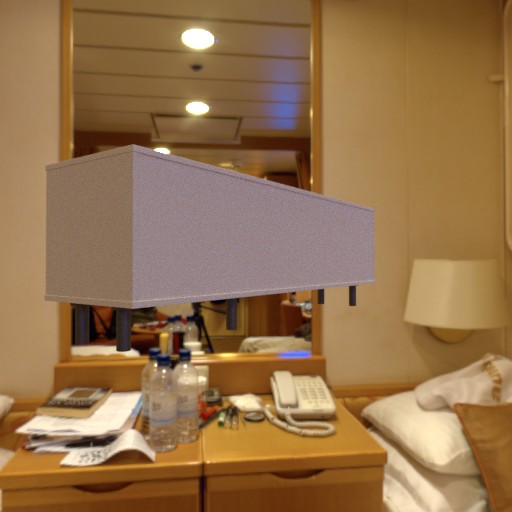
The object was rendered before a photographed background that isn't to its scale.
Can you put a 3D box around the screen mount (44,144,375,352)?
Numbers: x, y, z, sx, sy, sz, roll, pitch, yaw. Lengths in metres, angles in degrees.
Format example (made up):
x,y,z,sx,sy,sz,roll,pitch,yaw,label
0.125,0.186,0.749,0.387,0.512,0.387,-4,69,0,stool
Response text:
x,y,z,sx,sy,sz,roll,pitch,yaw,label
0.000,0.000,1.844,0.418,0.520,1.600,-1,-1,36,screen mount
